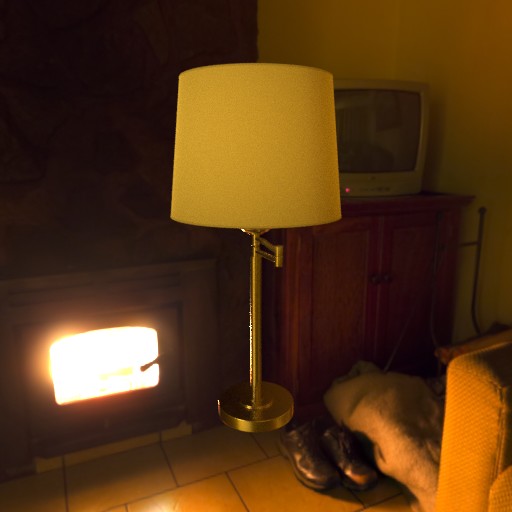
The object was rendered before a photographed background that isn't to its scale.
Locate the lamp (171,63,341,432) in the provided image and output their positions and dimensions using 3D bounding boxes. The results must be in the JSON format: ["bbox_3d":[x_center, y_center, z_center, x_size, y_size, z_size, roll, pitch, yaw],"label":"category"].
[{"bbox_3d":[0.000,0.000,0.897,0.333,0.696,0.333,0,13,0],"label":"lamp"}]
